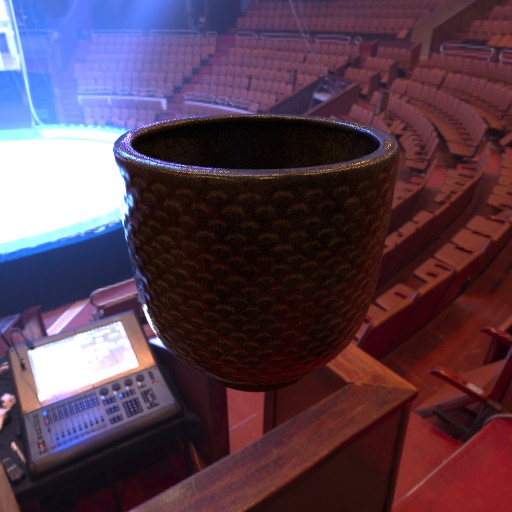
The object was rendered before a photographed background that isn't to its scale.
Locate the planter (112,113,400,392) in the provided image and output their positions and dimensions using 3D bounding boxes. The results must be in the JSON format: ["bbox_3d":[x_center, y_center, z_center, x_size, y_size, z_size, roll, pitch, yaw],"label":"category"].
[{"bbox_3d":[0.000,0.000,0.354,0.197,0.191,0.197,0,27,0],"label":"planter"}]
